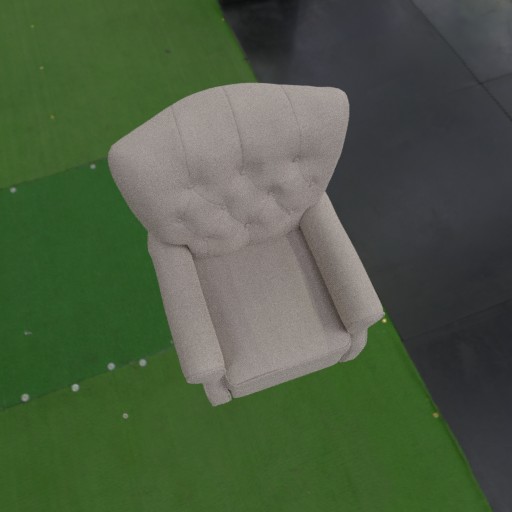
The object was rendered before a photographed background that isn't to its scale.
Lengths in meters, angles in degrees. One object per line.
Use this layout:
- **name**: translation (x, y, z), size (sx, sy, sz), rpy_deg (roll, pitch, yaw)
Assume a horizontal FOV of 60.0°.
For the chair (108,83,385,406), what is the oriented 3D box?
- **chair**: translation (0.000, 0.000, 2.013), size (0.942, 1.209, 1.025), rpy_deg (-17, 65, -8)
